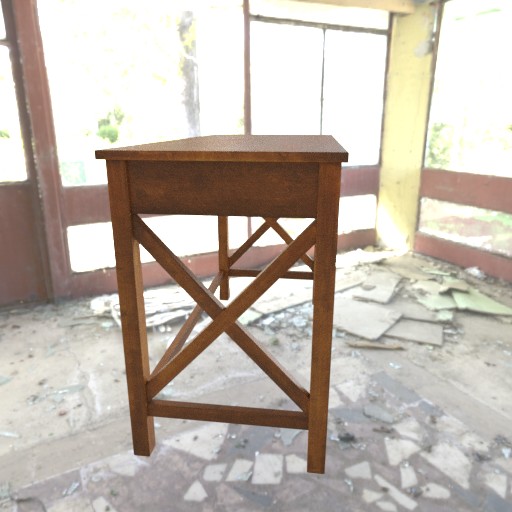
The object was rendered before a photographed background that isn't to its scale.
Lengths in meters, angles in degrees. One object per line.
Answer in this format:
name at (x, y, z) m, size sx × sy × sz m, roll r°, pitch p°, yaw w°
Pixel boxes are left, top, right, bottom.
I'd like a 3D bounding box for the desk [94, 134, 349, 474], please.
desk at (0.000, 0.000, 1.500) m, size 0.508 × 0.762 × 1.117 m, roll 2°, pitch 17°, yaw 7°
